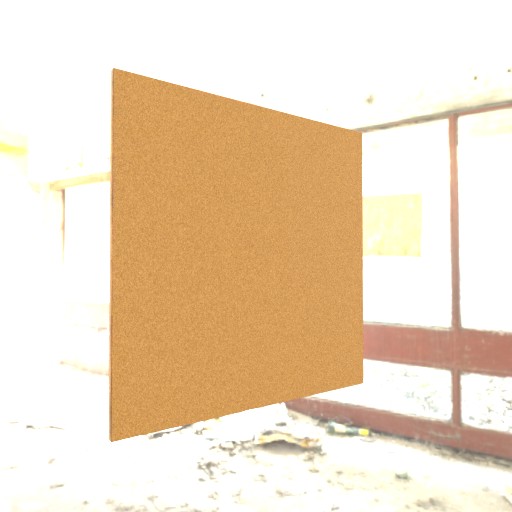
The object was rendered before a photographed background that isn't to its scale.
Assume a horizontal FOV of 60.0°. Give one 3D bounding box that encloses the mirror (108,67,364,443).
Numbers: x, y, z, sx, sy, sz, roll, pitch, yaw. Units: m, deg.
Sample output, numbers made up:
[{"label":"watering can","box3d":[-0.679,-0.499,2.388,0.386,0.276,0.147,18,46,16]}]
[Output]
[{"label":"mirror","box3d":[0.000,0.000,1.210,0.804,0.804,0.061,1,-1,-36]}]
